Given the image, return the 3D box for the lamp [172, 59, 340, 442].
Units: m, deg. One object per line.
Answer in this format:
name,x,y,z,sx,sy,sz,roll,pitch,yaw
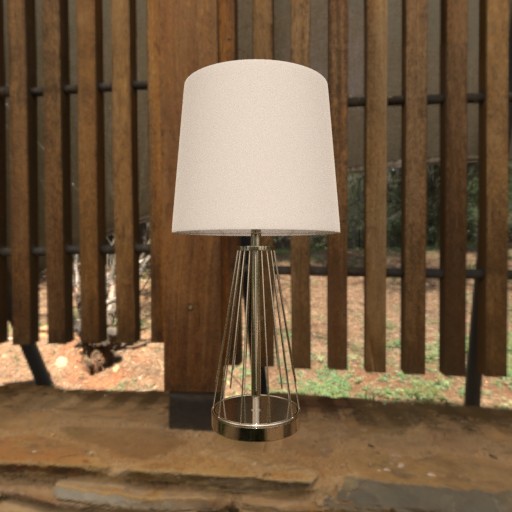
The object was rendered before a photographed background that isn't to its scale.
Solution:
lamp,0.000,0.000,0.812,0.303,0.618,0.303,0,1,0
